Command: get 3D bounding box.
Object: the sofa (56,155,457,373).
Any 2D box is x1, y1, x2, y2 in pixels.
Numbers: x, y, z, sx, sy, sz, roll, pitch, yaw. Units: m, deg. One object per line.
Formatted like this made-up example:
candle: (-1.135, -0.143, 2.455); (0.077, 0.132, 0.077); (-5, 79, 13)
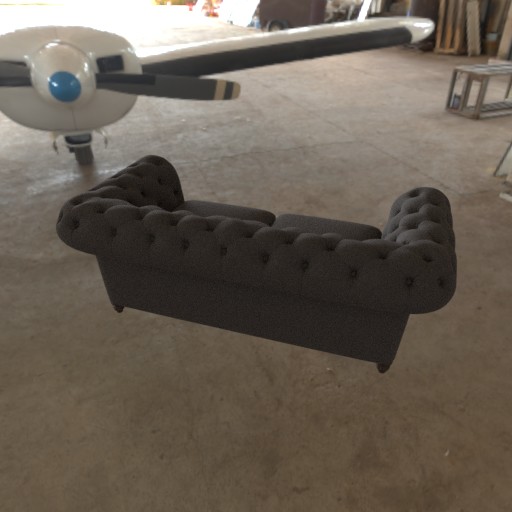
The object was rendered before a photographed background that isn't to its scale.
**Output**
sofa: (0.000, 0.000, 2.500); (1.998, 0.764, 0.986); (10, 33, 16)
